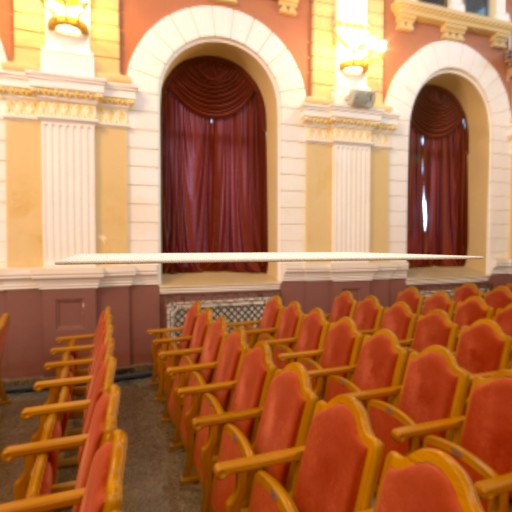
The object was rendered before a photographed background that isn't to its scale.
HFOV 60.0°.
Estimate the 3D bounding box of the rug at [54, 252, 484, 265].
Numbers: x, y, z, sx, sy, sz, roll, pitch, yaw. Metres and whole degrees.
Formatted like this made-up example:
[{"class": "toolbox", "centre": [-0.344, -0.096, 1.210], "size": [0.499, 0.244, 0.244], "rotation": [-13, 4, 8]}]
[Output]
[{"class": "rug", "centre": [0.000, 0.000, 2.341], "size": [1.829, 0.013, 1.219], "rotation": [-1, 2, -19]}]
